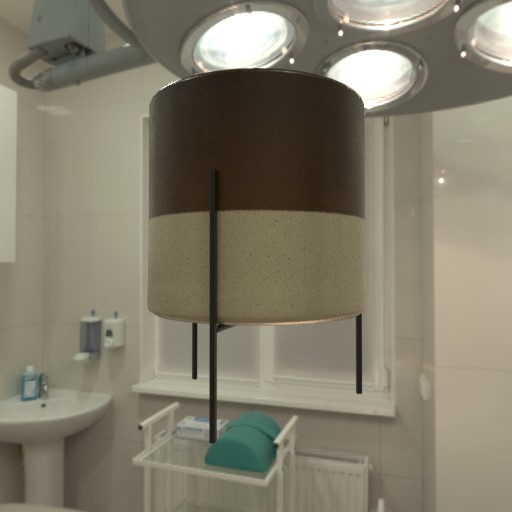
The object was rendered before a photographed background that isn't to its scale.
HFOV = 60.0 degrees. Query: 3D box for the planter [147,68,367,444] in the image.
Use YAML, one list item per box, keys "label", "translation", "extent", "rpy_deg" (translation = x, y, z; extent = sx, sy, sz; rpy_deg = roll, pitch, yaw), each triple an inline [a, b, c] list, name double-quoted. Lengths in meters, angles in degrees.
- label: "planter"
  translation: [0.000, 0.000, 0.714]
  extent: [0.345, 0.465, 0.354]
  rpy_deg: [0, -1, 18]
